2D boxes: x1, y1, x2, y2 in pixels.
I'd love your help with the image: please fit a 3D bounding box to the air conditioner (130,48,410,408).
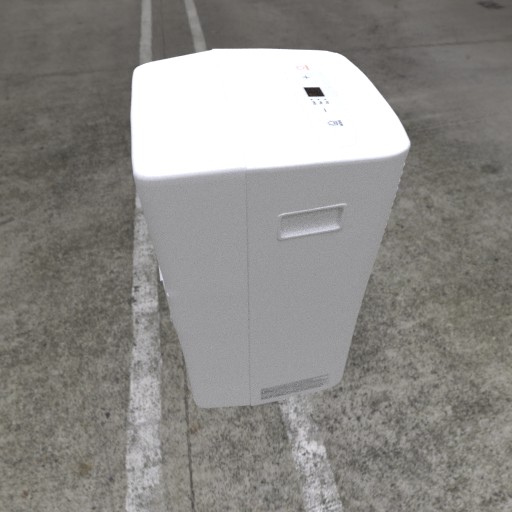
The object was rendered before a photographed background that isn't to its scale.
[{"bbox_3d":[0.000,0.000,0.786,0.349,0.606,0.304,-8,48,-7],"label":"air conditioner"}]
